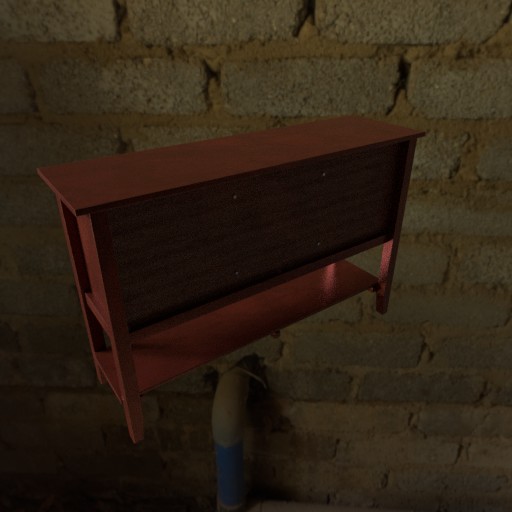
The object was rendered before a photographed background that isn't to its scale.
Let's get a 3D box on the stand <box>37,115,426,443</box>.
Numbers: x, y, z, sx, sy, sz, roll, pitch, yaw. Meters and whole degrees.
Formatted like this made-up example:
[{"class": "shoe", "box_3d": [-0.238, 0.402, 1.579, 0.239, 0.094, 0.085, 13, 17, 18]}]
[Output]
[{"class": "stand", "box_3d": [0.000, 0.000, 1.766, 1.362, 0.872, 0.410, -19, 34, -31]}]
